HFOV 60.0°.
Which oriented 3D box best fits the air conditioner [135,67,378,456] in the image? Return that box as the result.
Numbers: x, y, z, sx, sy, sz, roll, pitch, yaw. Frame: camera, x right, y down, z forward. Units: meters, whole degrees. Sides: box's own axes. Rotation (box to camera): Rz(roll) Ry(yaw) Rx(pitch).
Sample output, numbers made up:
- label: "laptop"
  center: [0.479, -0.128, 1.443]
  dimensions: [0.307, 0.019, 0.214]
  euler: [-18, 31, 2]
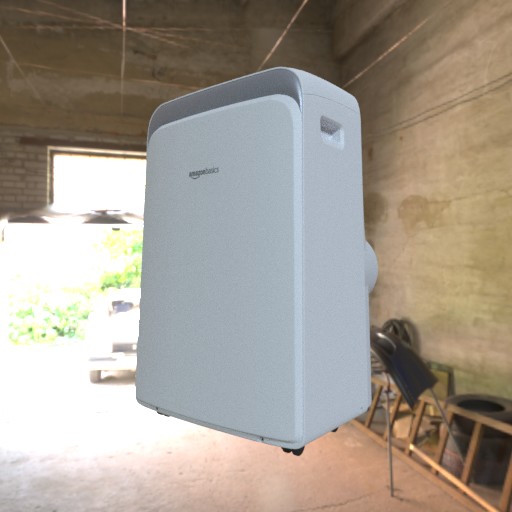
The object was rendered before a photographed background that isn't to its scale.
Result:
- label: "air conditioner"
  center: [0.000, 0.000, 0.970]
  dimensions: [0.454, 0.700, 0.365]
  euler: [-1, -1, 37]
